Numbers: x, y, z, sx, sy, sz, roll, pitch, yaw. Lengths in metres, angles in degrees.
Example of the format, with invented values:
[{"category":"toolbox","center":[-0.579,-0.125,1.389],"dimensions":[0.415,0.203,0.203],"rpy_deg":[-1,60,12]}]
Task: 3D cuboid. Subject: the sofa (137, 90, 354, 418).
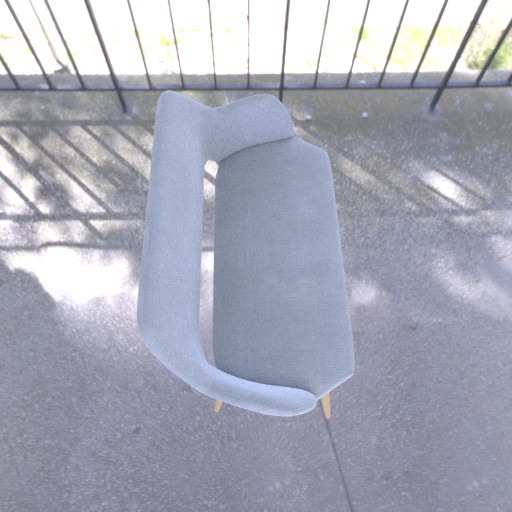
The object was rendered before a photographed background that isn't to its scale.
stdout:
[{"category":"sofa","center":[0.000,0.000,1.609],"dimensions":[0.610,0.840,1.150],"rpy_deg":[-1,64,-1]}]
